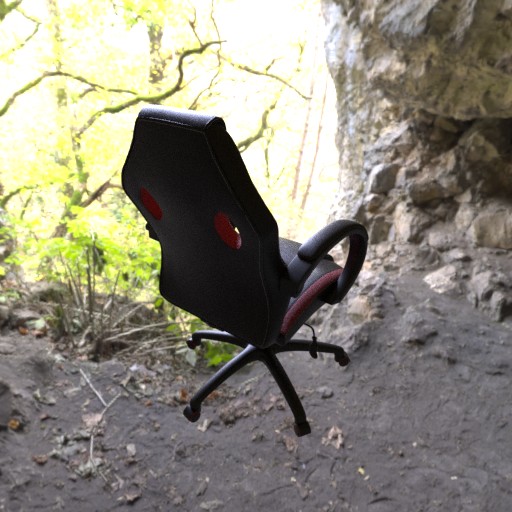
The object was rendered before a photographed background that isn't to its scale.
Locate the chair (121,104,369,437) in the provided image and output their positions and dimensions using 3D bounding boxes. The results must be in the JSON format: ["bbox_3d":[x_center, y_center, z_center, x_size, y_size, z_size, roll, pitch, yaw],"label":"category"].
[{"bbox_3d":[0.000,0.000,1.691,0.750,1.189,0.783,21,35,33],"label":"chair"}]
